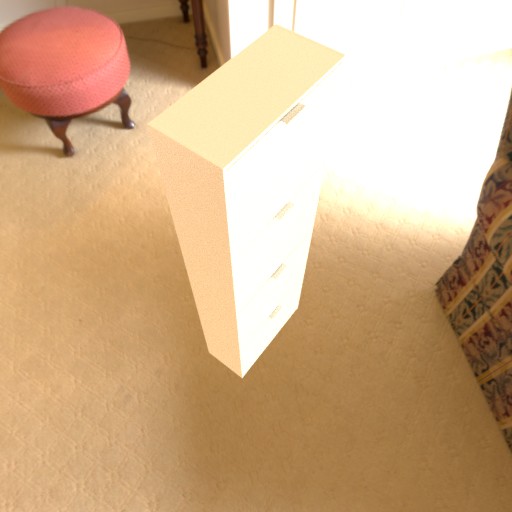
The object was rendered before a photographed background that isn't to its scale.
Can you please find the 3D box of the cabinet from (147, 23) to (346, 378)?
[{"bbox_3d":[0.000,0.000,1.818,0.255,1.630,0.520,33,64,18],"label":"cabinet"}]
